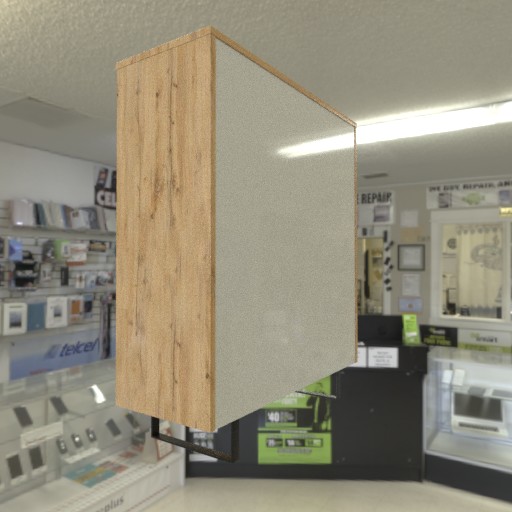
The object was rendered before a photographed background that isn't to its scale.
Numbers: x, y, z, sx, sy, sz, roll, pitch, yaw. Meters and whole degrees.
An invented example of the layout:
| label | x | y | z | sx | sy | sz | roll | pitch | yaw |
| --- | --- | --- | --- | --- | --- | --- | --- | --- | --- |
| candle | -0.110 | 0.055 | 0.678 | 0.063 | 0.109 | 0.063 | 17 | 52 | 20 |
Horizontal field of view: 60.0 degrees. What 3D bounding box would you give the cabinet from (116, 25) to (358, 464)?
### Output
| label | x | y | z | sx | sy | sz | roll | pitch | yaw |
| --- | --- | --- | --- | --- | --- | --- | --- | --- | --- |
| cabinet | 0.000 | 0.000 | 1.962 | 0.473 | 1.397 | 1.168 | -1 | -1 | 35 |
